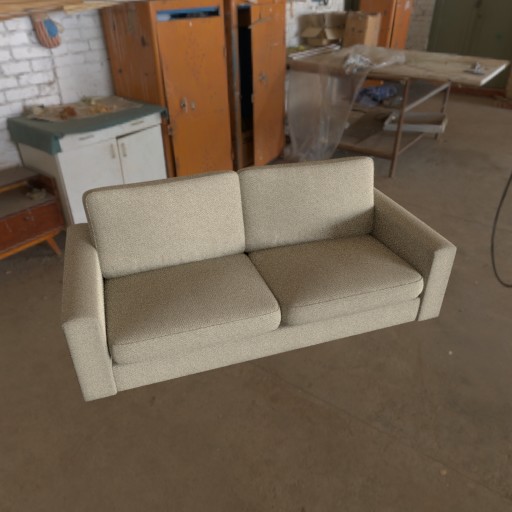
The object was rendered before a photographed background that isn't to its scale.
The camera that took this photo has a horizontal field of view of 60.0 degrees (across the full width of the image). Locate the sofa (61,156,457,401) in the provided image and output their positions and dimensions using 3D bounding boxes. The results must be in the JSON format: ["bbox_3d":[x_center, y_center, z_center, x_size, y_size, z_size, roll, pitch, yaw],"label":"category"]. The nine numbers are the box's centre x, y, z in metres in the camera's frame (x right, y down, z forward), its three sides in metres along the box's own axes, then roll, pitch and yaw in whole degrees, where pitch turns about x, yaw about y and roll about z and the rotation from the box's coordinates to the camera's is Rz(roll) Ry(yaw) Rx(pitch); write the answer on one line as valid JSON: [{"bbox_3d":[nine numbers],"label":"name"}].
[{"bbox_3d":[0.000,0.000,2.729,2.179,0.873,1.016,-10,33,-15],"label":"sofa"}]
